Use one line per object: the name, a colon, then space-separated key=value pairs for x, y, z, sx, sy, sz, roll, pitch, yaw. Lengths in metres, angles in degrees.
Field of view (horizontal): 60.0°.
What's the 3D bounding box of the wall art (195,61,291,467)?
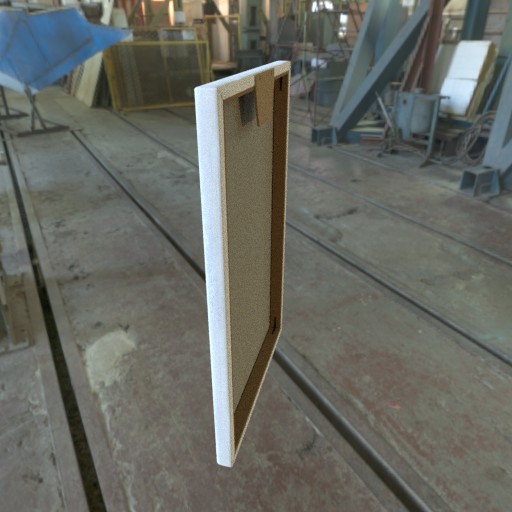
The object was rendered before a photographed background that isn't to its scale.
wall art: x=0.000 y=0.000 z=1.182 sx=0.048 sy=0.916 sz=0.602 roll=7 pitch=28 yaw=13
